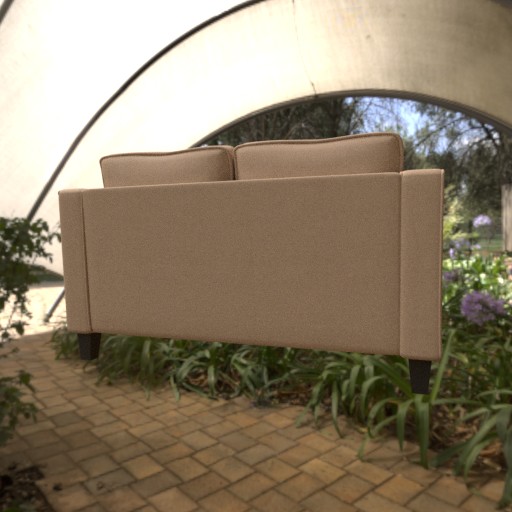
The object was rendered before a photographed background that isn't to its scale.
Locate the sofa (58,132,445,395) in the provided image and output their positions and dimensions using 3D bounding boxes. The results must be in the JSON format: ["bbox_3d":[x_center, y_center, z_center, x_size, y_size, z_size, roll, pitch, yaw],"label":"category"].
[{"bbox_3d":[0.000,0.000,3.407,2.587,1.562,1.351,0,1,19],"label":"sofa"}]
